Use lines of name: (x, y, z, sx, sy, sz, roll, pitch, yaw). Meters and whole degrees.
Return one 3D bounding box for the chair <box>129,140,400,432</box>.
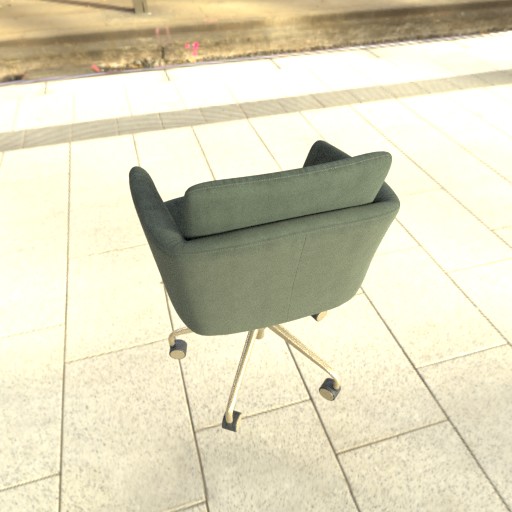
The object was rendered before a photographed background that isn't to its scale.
chair: (0.000, 0.000, 1.351, 0.641, 0.908, 0.635, -13, 43, -14)
